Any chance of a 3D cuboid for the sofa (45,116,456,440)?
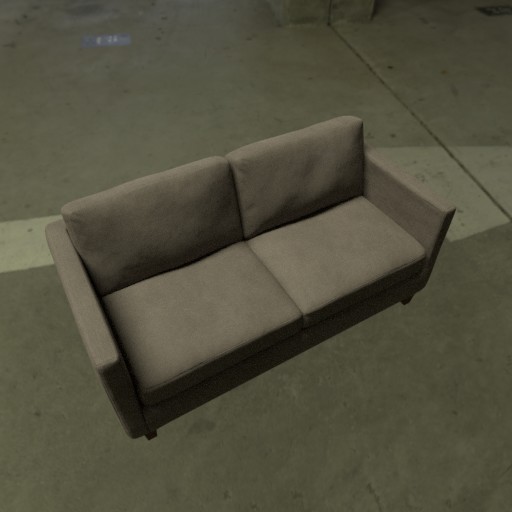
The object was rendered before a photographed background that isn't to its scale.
[{"bbox_3d":[0.000,0.000,2.389,1.884,0.963,0.950,-22,49,-21],"label":"sofa"}]
